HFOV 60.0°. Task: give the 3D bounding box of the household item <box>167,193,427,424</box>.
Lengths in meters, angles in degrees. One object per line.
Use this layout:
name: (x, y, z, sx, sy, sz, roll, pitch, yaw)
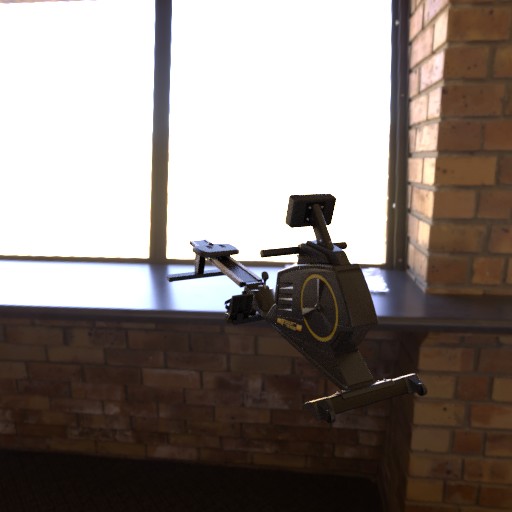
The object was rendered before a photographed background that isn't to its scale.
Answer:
household item: (0.000, 0.000, 2.613, 0.521, 0.810, 2.251, -6, 14, -25)
